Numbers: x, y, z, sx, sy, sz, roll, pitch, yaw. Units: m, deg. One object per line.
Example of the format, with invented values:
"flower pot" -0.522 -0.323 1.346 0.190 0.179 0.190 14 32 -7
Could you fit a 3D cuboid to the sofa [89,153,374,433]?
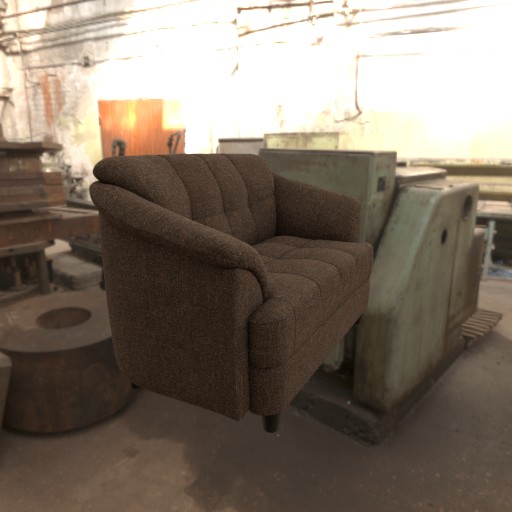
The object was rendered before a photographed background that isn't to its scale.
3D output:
"sofa" 0.000 0.000 1.990 0.799 0.895 1.404 7 15 27
